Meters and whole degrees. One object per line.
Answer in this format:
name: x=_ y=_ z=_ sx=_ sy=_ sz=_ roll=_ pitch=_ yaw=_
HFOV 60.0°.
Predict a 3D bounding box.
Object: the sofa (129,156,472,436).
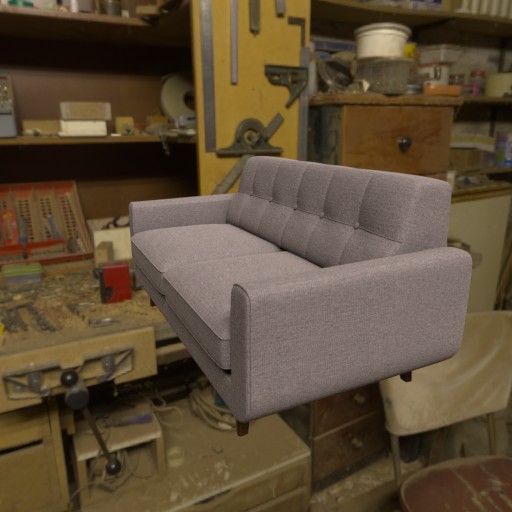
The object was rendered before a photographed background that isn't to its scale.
sofa: x=0.000 y=0.000 z=2.091 sx=0.909 sy=0.841 sz=1.631 roll=-8 pitch=18 yaw=-25
